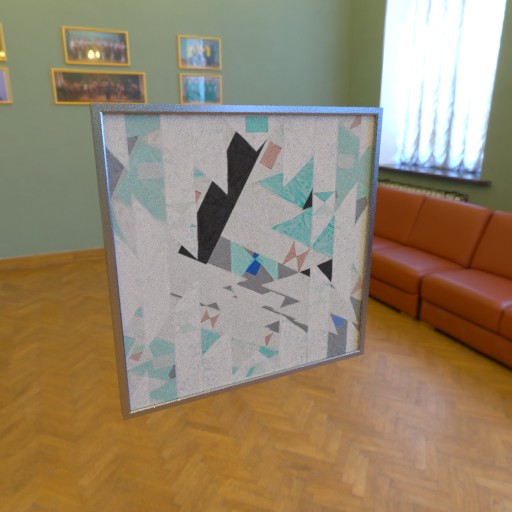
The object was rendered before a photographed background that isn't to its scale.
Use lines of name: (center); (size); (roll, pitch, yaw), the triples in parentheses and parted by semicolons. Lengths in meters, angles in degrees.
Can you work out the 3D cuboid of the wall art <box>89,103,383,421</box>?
wall art: (0.000, 0.000, 1.256); (0.806, 0.806, 0.038); (-8, 19, -25)
